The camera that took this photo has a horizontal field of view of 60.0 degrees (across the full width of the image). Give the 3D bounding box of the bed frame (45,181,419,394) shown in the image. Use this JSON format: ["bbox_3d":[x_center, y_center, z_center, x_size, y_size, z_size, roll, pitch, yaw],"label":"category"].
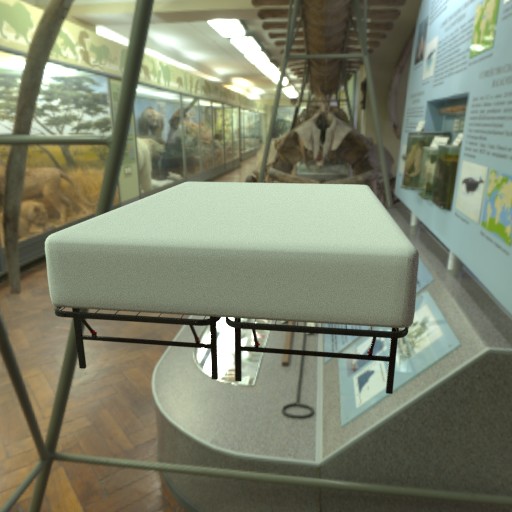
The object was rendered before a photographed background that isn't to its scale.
[{"bbox_3d":[0.000,0.000,2.762,1.528,0.677,2.037,2,16,8],"label":"bed frame"}]
